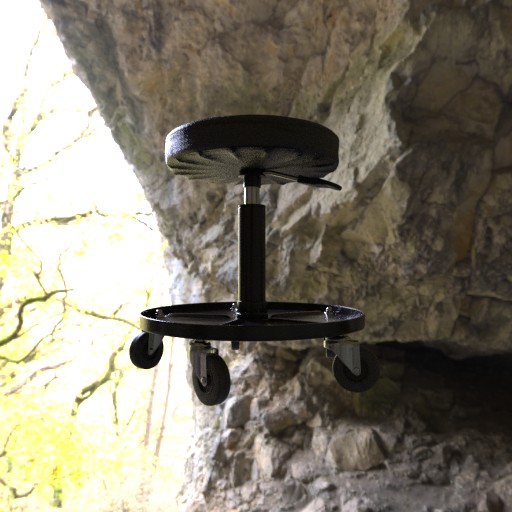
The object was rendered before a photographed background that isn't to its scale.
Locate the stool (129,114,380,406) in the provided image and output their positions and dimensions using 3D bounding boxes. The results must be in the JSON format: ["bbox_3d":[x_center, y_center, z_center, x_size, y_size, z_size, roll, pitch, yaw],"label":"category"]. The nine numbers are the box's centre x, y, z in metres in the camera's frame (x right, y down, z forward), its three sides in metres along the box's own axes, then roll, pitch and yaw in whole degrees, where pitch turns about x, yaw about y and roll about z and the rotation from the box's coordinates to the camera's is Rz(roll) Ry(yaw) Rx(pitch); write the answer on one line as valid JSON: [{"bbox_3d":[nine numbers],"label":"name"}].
[{"bbox_3d":[0.000,0.000,0.698,0.382,0.365,0.381,0,-1,19],"label":"stool"}]
